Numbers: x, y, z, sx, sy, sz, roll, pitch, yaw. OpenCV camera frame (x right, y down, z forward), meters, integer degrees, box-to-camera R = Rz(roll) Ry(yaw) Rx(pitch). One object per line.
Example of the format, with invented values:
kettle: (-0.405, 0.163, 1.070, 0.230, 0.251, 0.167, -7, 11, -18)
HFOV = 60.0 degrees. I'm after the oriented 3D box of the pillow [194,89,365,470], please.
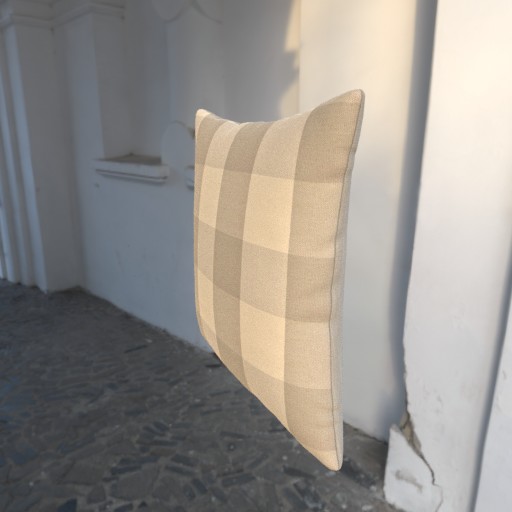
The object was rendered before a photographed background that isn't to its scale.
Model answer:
pillow: (0.000, 0.000, 0.774, 0.161, 0.509, 0.511, -8, 17, -26)
